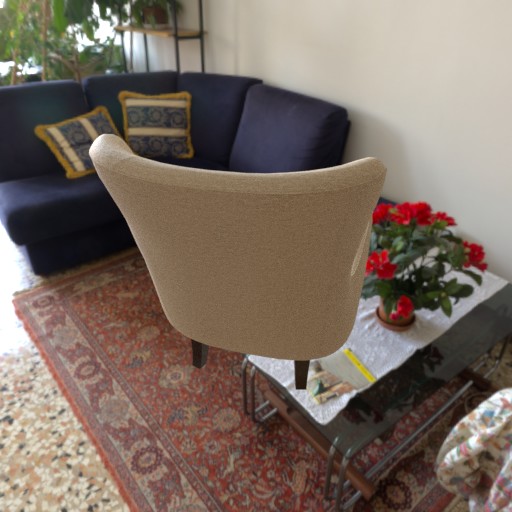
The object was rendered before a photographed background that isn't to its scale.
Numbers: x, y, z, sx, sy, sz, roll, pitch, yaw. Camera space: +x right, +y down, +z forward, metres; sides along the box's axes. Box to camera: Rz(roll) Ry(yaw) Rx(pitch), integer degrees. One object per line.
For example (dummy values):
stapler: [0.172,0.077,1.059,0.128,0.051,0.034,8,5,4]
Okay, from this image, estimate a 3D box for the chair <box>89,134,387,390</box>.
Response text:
chair: [0.000,0.000,1.731,0.861,1.064,0.984,8,33,13]
